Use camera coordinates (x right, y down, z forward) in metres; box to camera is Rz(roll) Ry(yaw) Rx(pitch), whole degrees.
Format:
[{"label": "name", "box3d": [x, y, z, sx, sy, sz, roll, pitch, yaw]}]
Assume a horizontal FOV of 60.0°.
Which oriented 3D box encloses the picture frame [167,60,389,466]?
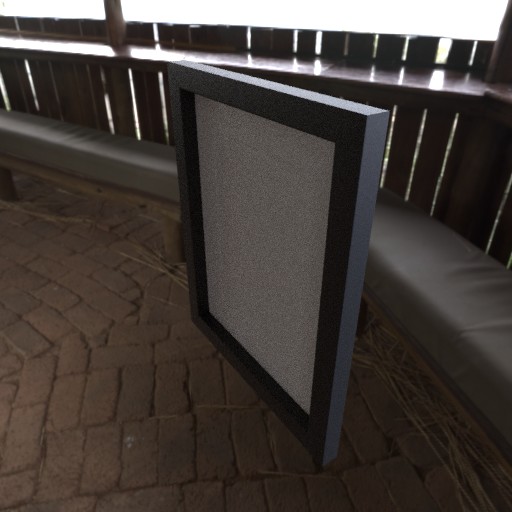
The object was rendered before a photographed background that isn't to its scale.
[{"label": "picture frame", "box3d": [0.000, 0.000, 0.509, 0.036, 0.383, 0.307, -20, 37, -29]}]
